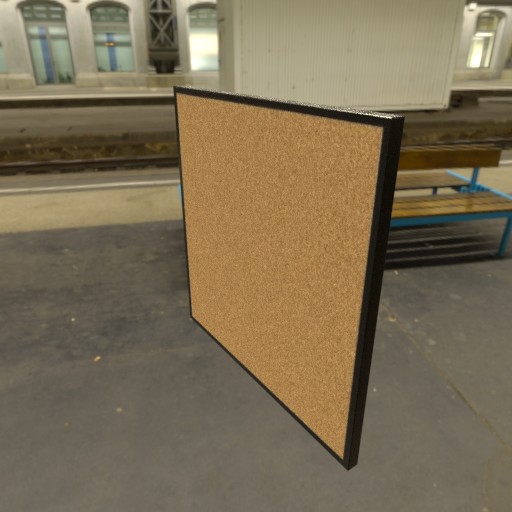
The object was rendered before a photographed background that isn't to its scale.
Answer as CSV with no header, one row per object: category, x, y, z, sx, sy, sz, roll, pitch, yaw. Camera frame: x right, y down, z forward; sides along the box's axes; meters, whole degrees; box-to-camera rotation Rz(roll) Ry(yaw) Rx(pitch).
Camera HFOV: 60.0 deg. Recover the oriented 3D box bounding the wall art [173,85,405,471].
wall art,0.000,0.000,0.514,0.014,0.349,0.349,-16,30,-31
